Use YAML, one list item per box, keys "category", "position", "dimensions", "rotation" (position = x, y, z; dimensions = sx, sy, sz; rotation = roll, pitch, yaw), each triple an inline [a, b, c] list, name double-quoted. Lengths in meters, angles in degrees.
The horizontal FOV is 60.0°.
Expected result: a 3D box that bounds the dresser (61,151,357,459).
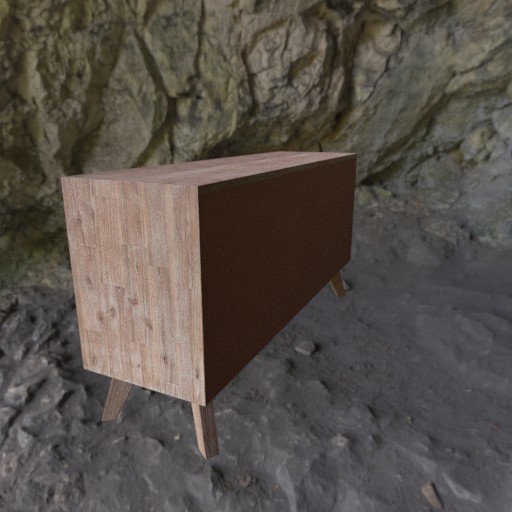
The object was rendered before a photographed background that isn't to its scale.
- category: "dresser"
  position: [0.000, 0.000, 1.922]
  dimensions: [0.455, 0.805, 1.554]
  rotation: [8, 18, 25]
